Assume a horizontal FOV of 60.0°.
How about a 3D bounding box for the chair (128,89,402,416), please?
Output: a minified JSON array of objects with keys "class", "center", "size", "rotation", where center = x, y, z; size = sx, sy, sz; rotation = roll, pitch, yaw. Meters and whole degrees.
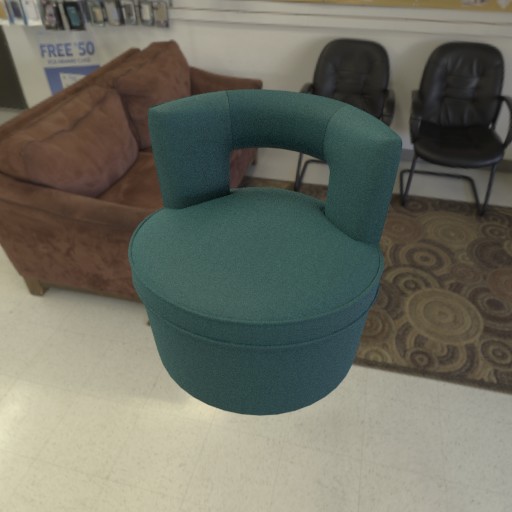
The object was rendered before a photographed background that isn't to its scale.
[{"class":"chair","center":[0.000,0.000,1.234],"size":[0.684,0.711,0.660],"rotation":[11,41,13]}]
